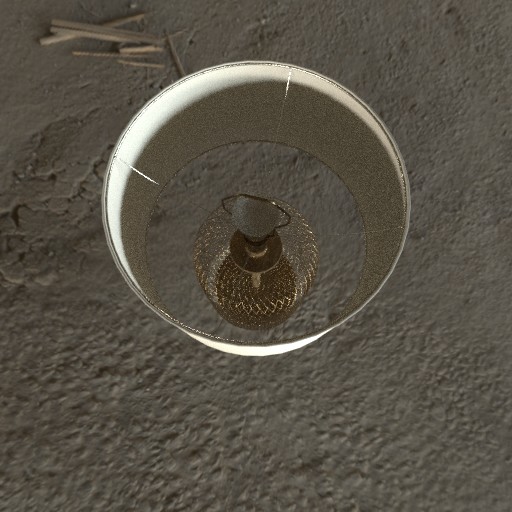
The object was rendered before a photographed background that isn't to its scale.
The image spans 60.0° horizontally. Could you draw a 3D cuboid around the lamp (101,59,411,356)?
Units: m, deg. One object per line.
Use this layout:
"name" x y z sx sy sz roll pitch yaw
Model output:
"lamp" 0.000 0.000 0.785 0.353 0.578 0.353 0 75 0
